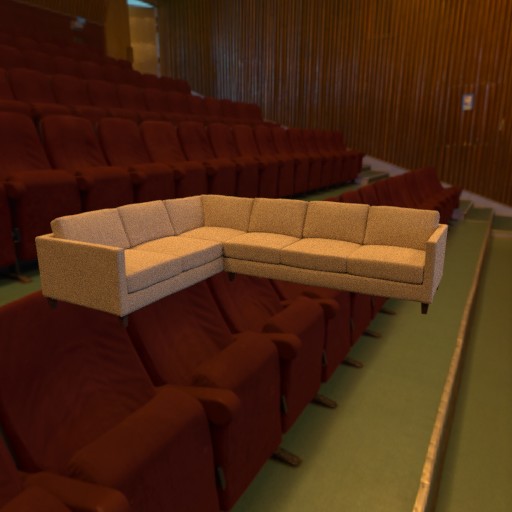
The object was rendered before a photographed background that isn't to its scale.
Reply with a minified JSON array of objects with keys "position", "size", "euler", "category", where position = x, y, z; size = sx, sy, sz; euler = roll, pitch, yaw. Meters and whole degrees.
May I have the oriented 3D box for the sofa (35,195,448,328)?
[{"position":[0.000,0.000,4.292],"size":[3.182,0.863,2.432],"euler":[8,16,28],"category":"sofa"}]
